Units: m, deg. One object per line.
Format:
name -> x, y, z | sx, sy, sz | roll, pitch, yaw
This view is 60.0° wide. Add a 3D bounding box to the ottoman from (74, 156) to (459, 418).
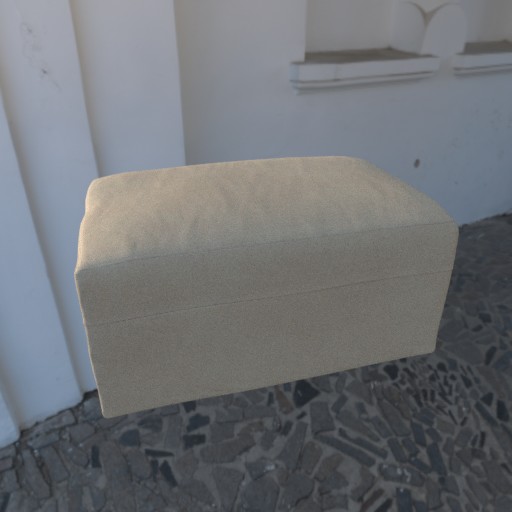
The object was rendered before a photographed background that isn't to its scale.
ottoman -> 0.000, 0.000, 1.230 | 0.872, 0.444, 0.590 | -7, 29, -14
